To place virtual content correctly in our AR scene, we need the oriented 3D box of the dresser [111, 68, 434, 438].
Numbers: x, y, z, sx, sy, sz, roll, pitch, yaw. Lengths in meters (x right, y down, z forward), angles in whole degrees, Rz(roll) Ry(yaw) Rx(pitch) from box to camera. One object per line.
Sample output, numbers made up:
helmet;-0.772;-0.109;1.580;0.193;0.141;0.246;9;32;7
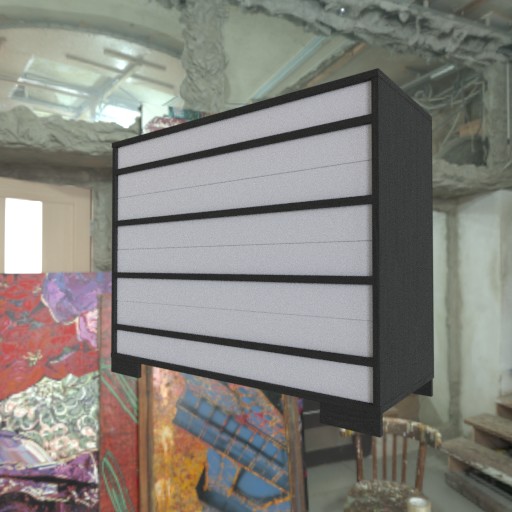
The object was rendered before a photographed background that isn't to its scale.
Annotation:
dresser;0.000;0.000;1.437;0.994;0.816;0.404;-1;-2;37
